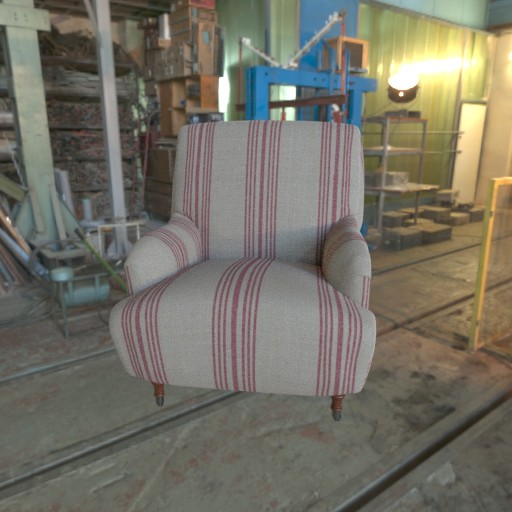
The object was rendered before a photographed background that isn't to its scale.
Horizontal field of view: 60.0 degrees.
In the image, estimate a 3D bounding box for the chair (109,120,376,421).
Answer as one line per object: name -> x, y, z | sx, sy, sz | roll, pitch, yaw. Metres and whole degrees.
chair -> 0.000, 0.000, 1.883 | 0.933, 1.123, 1.058 | 2, 16, 7
